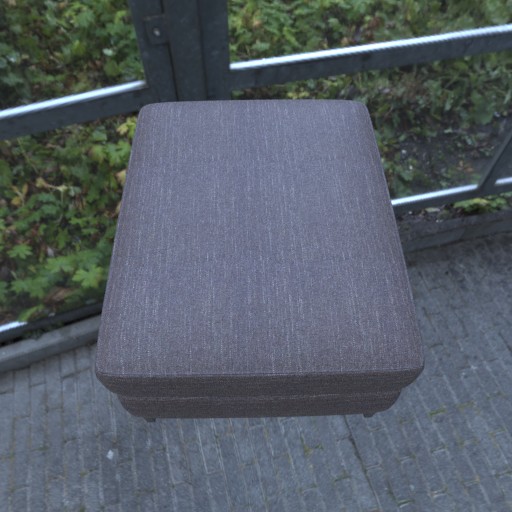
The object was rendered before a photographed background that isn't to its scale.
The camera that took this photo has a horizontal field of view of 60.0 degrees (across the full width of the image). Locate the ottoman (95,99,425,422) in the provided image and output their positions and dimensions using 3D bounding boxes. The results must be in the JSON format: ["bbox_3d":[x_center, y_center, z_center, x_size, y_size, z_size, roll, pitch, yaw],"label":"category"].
[{"bbox_3d":[0.000,0.000,1.221,0.671,0.490,0.820,-1,58,-1],"label":"ottoman"}]
